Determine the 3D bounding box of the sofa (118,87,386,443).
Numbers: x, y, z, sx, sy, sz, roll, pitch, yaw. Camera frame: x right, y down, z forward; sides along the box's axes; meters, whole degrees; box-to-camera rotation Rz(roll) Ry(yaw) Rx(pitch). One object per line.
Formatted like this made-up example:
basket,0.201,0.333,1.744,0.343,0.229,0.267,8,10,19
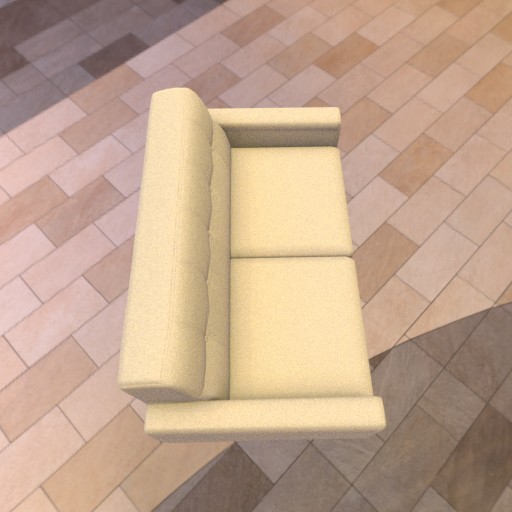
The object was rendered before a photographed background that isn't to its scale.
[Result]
sofa,0.000,0.000,2.177,0.980,0.892,1.655,-1,63,-1
